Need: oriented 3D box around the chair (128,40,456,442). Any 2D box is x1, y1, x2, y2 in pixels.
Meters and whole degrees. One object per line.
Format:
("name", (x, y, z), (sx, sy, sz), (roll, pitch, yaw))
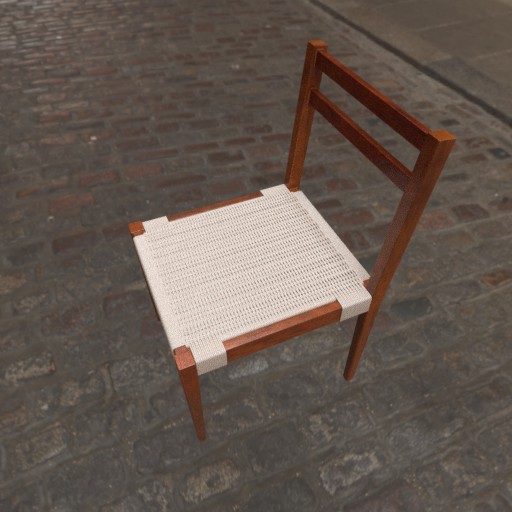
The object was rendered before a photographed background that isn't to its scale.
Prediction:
("chair", (0.000, 0.000, 1.171), (0.569, 0.851, 0.495), (-17, 49, -16))
